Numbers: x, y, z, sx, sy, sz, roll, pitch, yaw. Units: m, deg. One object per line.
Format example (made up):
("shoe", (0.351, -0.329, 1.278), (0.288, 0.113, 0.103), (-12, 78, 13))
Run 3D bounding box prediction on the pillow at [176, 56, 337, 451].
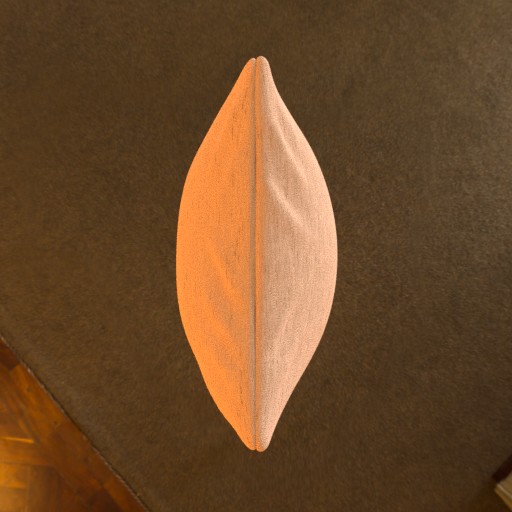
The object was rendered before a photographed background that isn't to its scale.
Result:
("pillow", (0.000, 0.000, 0.675), (0.246, 0.415, 0.432), (0, 88, 0))
